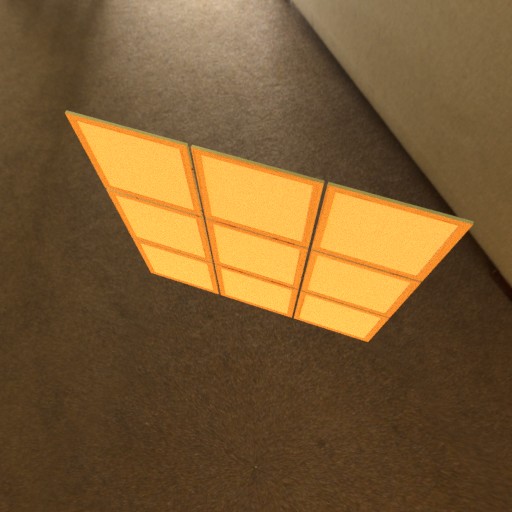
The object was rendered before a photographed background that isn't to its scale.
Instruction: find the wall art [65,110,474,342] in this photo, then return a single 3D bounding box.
[{"bbox_3d":[0.000,0.000,2.257,1.517,1.523,0.013,17,66,8],"label":"wall art"}]
